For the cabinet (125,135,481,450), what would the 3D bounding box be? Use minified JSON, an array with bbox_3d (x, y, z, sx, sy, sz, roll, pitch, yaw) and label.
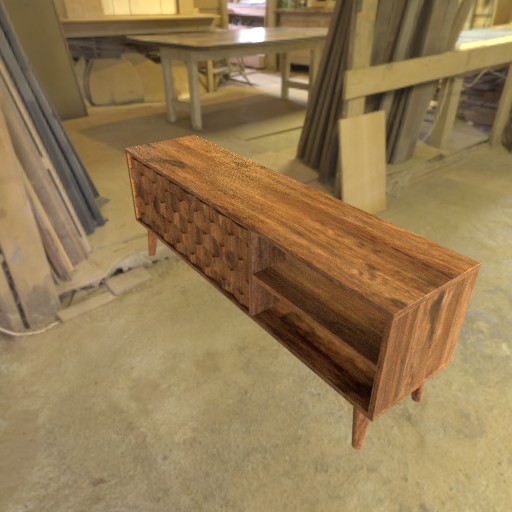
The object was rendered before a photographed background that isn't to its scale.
[{"bbox_3d":[0.000,0.000,1.674,0.349,0.528,1.448,-21,37,-31],"label":"cabinet"}]
